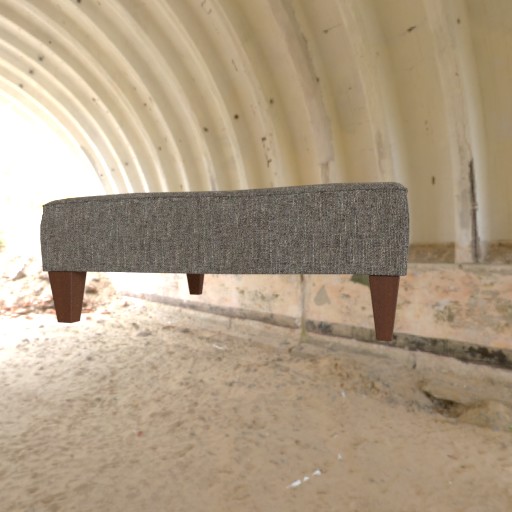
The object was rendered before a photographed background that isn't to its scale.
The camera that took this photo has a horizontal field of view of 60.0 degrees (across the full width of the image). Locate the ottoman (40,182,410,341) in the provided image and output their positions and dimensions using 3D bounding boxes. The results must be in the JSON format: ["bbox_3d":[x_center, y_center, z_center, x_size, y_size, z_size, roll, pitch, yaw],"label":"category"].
[{"bbox_3d":[0.000,0.000,1.575,1.016,0.379,0.981,0,1,17],"label":"ottoman"}]
